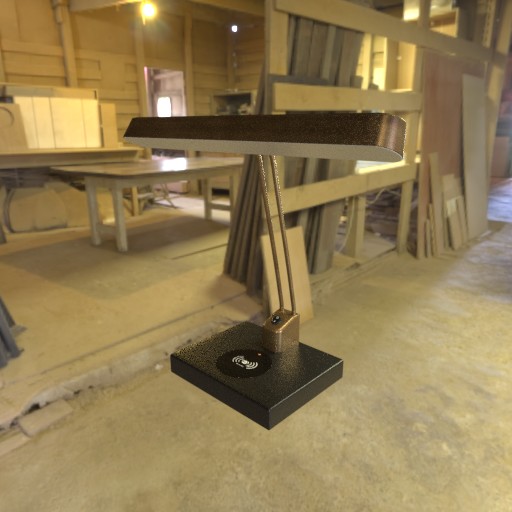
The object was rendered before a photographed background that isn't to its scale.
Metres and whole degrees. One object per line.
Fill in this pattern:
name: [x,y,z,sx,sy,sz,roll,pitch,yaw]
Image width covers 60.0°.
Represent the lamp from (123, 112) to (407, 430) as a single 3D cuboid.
lamp: [0.000,0.000,0.572,0.412,0.345,0.156,15,22,41]
